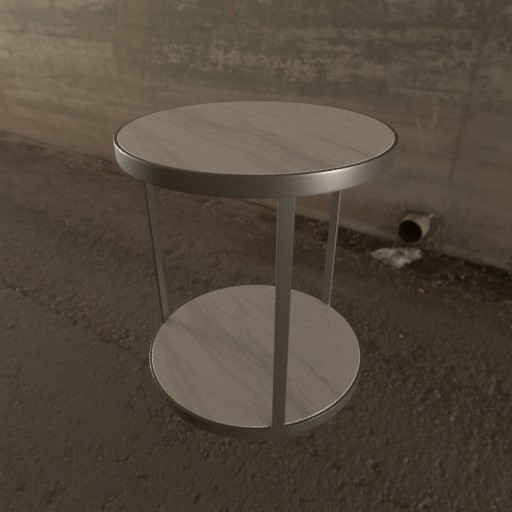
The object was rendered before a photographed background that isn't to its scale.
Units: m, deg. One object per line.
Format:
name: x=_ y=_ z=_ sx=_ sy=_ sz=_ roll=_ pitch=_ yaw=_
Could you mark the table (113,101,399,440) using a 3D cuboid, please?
table: x=0.000 y=0.000 z=0.837 sx=0.445 sy=0.479 sz=0.445 roll=0 pitch=30 yaw=0
